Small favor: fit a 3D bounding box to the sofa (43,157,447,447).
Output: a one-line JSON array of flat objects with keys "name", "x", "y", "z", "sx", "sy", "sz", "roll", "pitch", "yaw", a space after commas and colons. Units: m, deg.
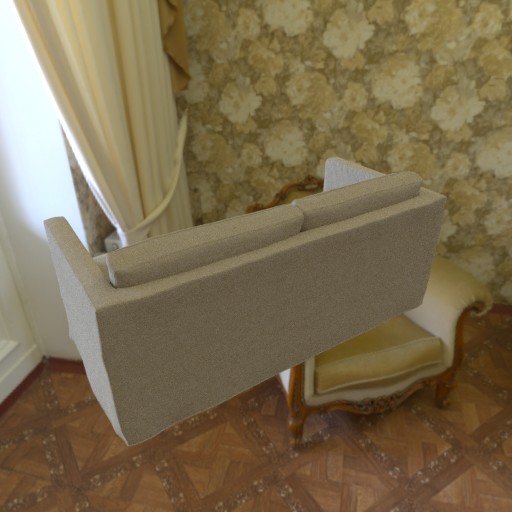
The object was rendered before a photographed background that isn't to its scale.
[{"name": "sofa", "x": 0.000, "y": 0.000, "z": 2.475, "sx": 1.987, "sy": 0.847, "sz": 0.956, "roll": -18, "pitch": 34, "yaw": -29}]
